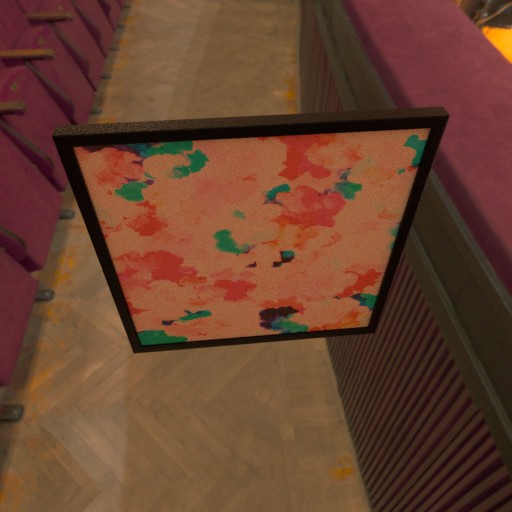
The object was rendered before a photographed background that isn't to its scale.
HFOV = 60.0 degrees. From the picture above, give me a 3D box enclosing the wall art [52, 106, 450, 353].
[{"bbox_3d":[0.000,0.000,1.124,0.756,0.755,0.036,-4,47,-4],"label":"wall art"}]
